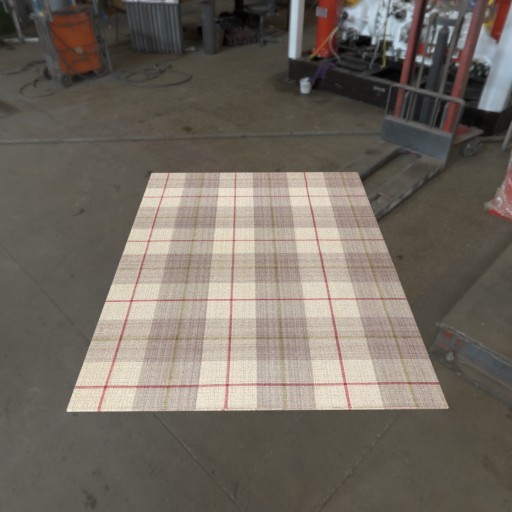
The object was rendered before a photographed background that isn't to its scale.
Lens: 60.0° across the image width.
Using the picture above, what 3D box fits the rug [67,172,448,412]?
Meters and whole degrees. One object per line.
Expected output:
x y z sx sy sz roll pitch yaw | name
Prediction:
0.000 0.000 3.839 2.317 0.016 2.959 0 39 0 | rug
